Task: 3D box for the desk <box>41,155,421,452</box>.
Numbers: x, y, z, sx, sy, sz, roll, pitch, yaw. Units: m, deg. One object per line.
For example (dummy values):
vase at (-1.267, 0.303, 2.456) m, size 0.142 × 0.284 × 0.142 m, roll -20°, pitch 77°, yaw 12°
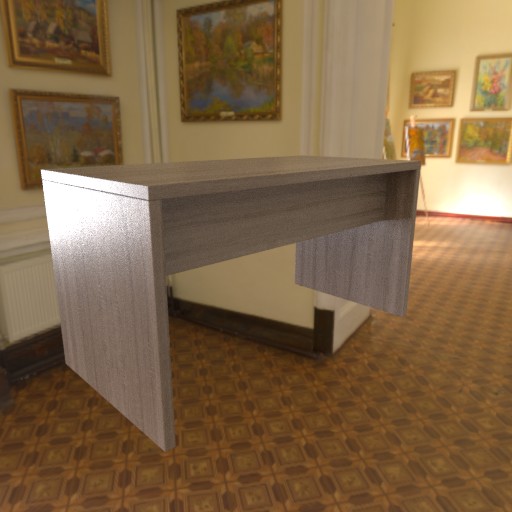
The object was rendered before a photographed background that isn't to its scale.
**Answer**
desk at (0.000, 0.000, 1.840) m, size 1.380 × 0.745 × 0.690 m, roll -15°, pitch 21°, yaw -42°
